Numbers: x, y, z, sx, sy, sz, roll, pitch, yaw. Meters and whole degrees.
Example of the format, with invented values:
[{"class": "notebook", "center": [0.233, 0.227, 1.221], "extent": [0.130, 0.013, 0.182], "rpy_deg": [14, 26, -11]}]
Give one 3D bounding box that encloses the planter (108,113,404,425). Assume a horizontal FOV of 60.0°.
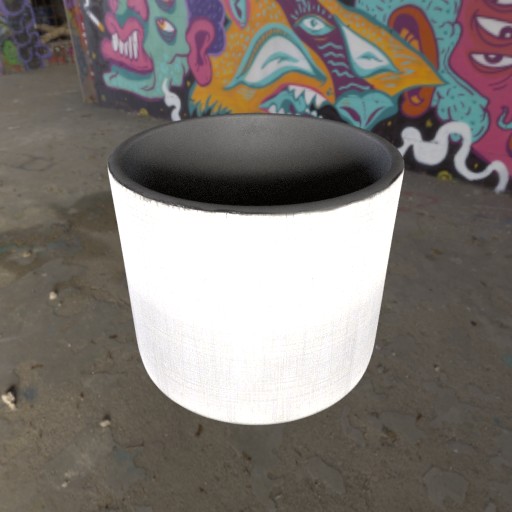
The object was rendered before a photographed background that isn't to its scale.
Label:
[{"class": "planter", "center": [0.000, 0.000, 0.443], "extent": [0.254, 0.221, 0.254], "rpy_deg": [0, 32, 0]}]
